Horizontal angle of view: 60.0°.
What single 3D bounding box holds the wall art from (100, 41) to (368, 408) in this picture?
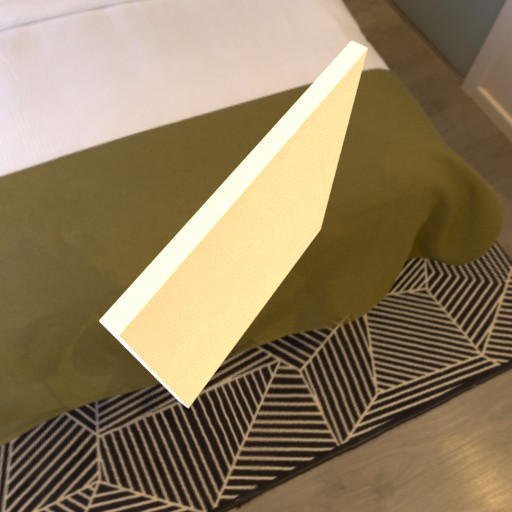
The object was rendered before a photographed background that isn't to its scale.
[{"bbox_3d":[0.000,0.000,1.140,0.040,0.762,0.762,32,68,15],"label":"wall art"}]
